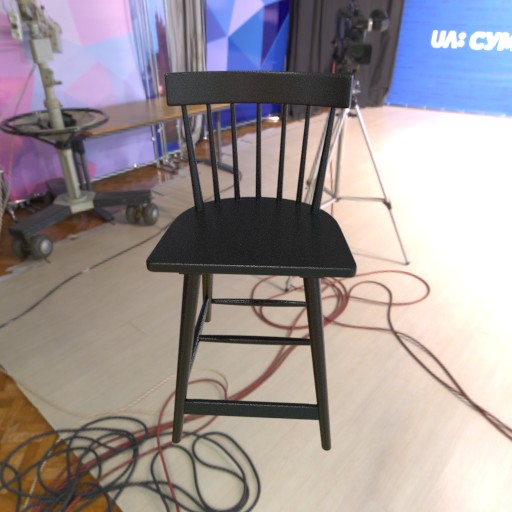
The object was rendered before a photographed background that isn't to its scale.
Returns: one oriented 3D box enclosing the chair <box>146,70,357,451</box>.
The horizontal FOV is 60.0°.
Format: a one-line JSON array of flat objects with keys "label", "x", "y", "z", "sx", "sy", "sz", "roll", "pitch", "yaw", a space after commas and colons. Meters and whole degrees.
[{"label": "chair", "x": 0.000, "y": 0.000, "z": 1.273, "sx": 0.483, "sy": 0.952, "sz": 0.572, "roll": 2, "pitch": 32, "yaw": 3}]
